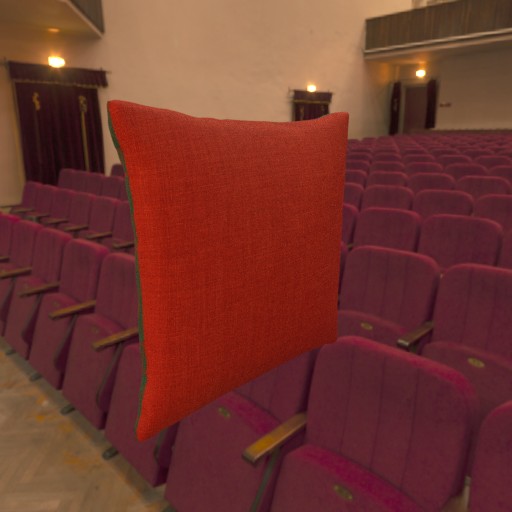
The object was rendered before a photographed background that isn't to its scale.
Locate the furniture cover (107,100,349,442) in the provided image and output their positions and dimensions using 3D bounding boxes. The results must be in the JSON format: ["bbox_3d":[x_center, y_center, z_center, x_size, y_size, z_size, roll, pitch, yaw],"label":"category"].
[{"bbox_3d":[0.000,0.000,0.793,0.517,0.508,0.158,-15,21,-42],"label":"furniture cover"}]
